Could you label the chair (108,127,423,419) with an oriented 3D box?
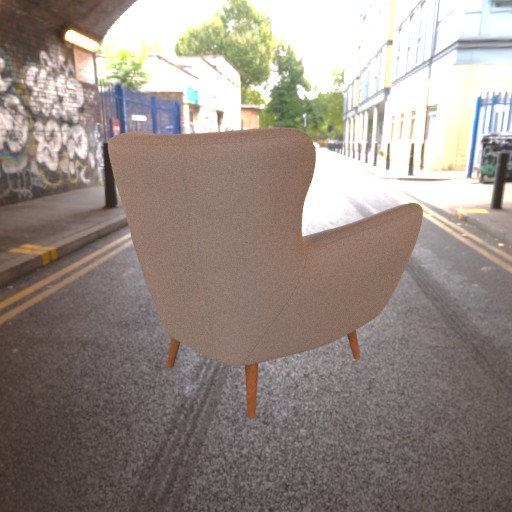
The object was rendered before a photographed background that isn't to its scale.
[{"bbox_3d":[0.000,0.000,1.631,0.889,0.889,0.890,-14,20,-43],"label":"chair"}]
